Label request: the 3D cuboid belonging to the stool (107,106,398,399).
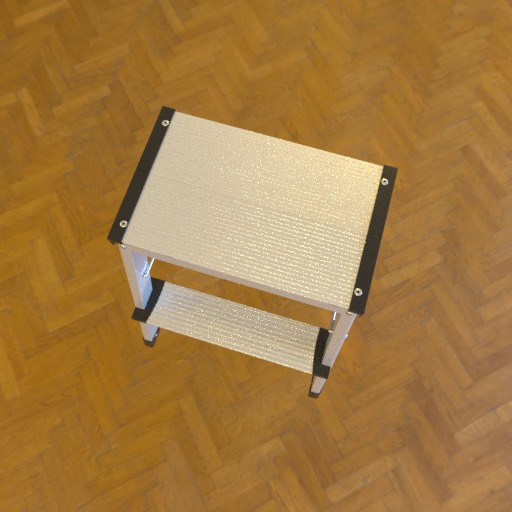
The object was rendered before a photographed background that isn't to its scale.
[{"bbox_3d":[0.000,0.000,0.800,0.404,0.480,0.405,16,74,5],"label":"stool"}]
